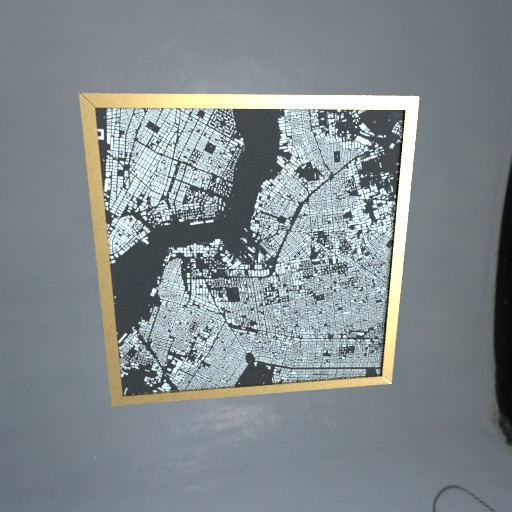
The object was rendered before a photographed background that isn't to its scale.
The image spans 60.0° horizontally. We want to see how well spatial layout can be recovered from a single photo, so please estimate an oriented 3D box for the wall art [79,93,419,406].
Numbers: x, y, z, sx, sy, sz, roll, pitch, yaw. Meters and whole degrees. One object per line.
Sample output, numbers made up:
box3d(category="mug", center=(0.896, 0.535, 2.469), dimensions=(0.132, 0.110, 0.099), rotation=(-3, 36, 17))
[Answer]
box3d(category="wall art", center=(0.000, 0.000, 1.884), dimensions=(1.284, 1.284, 0.095), rotation=(-2, 16, -8))
